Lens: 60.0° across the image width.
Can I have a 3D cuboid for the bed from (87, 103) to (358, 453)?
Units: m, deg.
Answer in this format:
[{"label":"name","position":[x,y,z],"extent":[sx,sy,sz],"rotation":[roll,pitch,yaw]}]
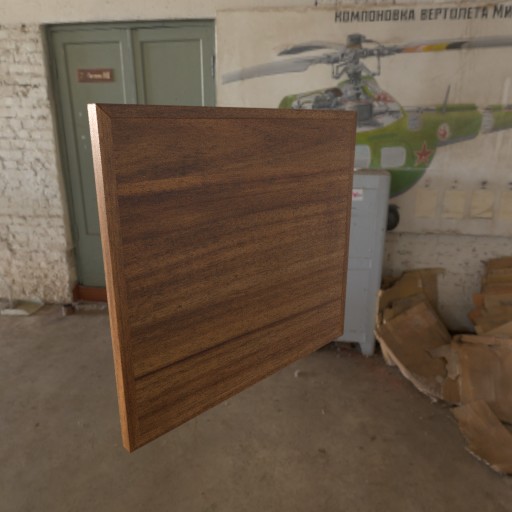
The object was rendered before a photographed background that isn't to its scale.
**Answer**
[{"label":"bed","position":[0.000,0.000,1.484],"extent":[1.041,0.940,0.043],"rotation":[-16,23,-42]}]
